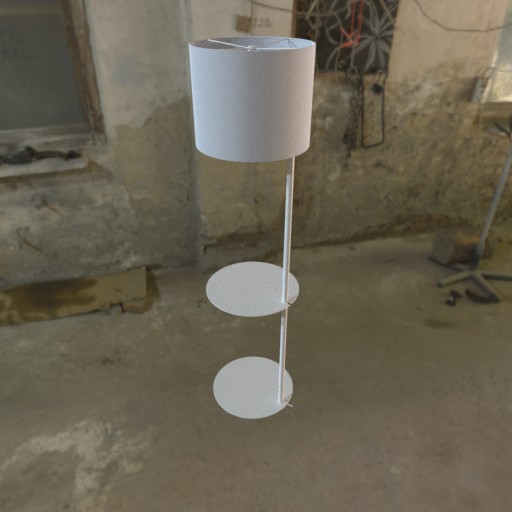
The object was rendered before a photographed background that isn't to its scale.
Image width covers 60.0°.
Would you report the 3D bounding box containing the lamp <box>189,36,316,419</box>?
[{"bbox_3d":[0.000,0.000,1.682,0.405,1.465,0.372,22,38,32],"label":"lamp"}]
